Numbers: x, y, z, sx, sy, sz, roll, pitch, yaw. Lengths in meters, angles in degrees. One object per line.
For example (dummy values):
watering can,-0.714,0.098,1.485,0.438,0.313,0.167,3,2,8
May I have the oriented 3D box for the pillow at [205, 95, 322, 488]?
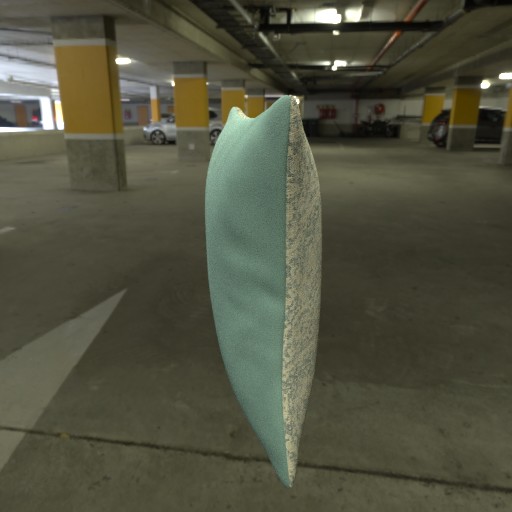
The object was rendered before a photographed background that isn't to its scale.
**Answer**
pillow,0.000,0.000,0.774,0.166,0.507,0.526,-3,17,-9
